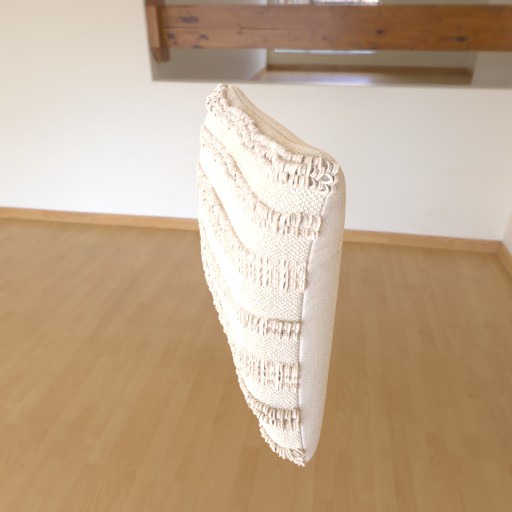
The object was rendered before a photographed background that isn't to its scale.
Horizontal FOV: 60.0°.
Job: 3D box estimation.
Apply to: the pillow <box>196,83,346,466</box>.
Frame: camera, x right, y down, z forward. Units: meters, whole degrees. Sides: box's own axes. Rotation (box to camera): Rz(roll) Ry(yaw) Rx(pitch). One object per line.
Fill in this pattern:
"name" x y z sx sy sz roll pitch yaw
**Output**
"pillow" 0.000 0.000 0.653 0.145 0.427 0.437 -8 31 -13
